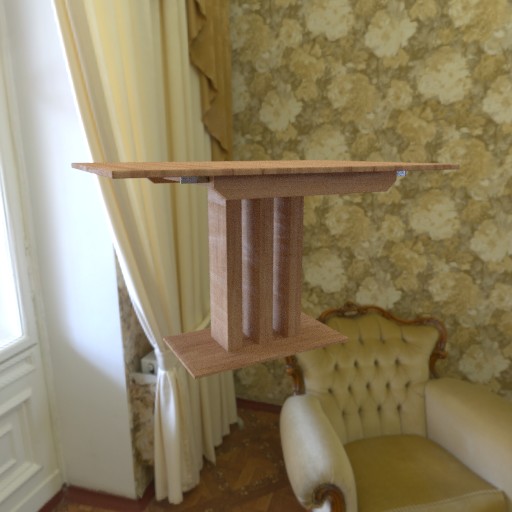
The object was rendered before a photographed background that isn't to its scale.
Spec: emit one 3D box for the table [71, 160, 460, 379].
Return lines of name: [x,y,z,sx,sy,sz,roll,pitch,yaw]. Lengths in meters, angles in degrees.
table: [0.000,0.000,1.883,1.300,0.770,0.900,-7,15,-27]
